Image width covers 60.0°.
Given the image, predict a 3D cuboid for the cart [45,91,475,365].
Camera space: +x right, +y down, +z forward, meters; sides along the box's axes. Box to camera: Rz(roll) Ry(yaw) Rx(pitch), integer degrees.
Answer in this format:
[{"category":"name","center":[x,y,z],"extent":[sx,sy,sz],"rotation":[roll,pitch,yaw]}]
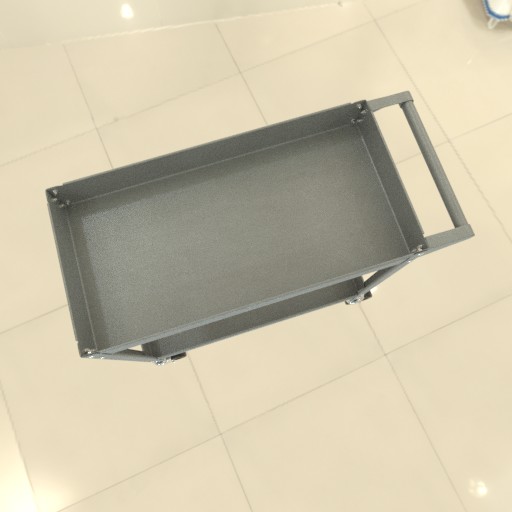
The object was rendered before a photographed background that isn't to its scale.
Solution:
[{"category":"cart","center":[0.000,0.000,1.196],"extent":[0.779,0.719,0.366],"rotation":[-17,76,-4]}]
